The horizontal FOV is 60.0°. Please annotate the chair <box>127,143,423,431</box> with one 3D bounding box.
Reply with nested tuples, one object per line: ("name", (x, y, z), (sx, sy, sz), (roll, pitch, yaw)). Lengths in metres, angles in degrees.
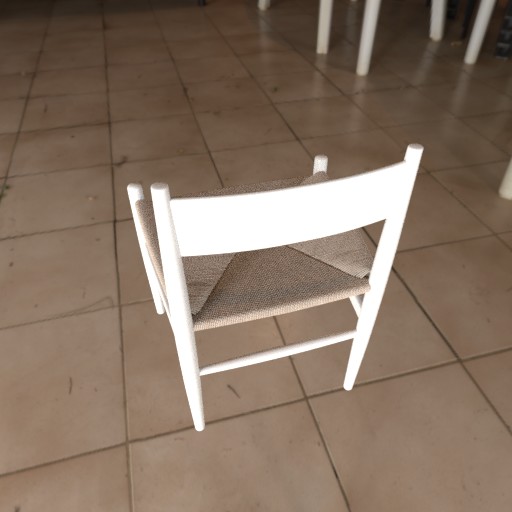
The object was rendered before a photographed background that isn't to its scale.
("chair", (0.000, 0.000, 1.102), (0.556, 0.762, 0.495), (-11, 43, -12))
